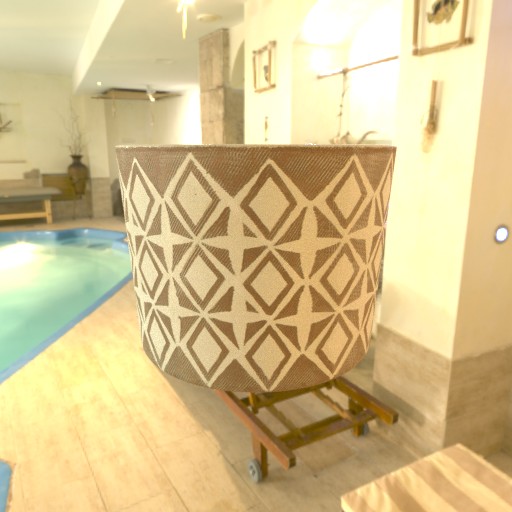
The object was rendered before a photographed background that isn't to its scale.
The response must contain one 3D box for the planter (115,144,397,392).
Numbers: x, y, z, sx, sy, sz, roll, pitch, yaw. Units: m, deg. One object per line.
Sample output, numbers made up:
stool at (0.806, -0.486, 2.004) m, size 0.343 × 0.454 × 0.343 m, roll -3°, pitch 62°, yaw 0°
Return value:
planter at (0.000, 0.000, 0.454) m, size 0.260 × 0.220 × 0.260 m, roll 0°, pitch 14°, yaw 0°
